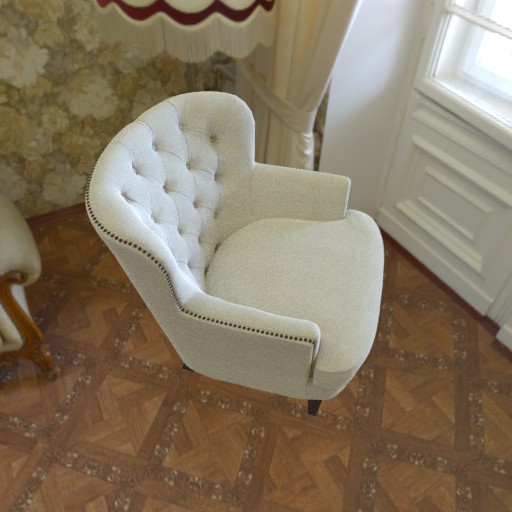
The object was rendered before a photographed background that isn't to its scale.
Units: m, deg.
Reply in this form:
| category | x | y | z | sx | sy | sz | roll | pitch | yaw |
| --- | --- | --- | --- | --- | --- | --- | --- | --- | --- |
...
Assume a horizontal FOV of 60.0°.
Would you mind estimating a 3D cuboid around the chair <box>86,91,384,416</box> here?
| category | x | y | z | sx | sy | sz | roll | pitch | yaw |
| --- | --- | --- | --- | --- | --- | --- | --- | --- | --- |
| chair | 0.000 | 0.000 | 1.587 | 0.906 | 0.868 | 0.848 | 11 | 46 | 11 |
